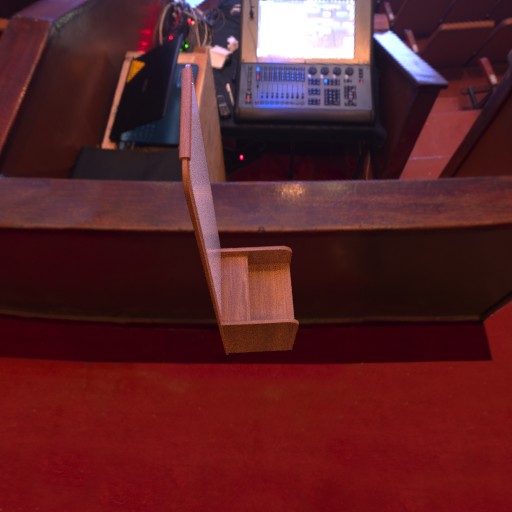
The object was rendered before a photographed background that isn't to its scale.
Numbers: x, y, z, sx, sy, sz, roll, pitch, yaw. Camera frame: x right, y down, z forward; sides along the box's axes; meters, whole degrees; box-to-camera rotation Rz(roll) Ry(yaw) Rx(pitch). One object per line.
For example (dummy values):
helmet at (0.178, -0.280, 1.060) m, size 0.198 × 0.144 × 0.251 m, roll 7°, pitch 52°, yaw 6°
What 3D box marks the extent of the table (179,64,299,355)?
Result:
table at (0.000, 0.000, 2.018) m, size 0.420 × 1.830 × 0.450 m, roll -3°, pitch 64°, yaw -1°
